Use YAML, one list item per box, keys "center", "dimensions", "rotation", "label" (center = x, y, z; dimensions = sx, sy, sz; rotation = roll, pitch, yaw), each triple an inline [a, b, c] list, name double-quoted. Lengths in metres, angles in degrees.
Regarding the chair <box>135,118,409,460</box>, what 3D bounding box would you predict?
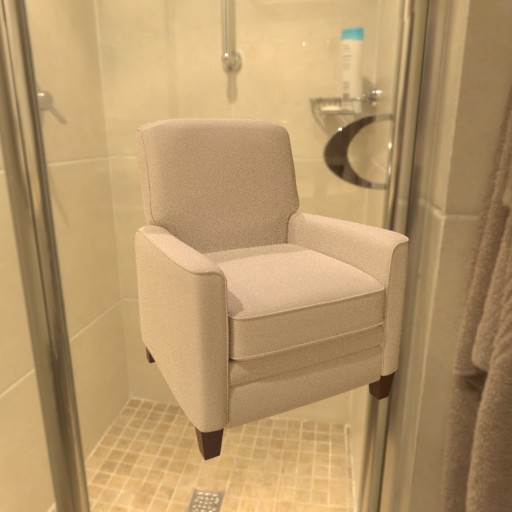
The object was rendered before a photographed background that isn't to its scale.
- center: [0.000, 0.000, 1.712]
  dimensions: [0.841, 1.028, 0.858]
  rotation: [-8, 18, -26]
  label: "chair"
